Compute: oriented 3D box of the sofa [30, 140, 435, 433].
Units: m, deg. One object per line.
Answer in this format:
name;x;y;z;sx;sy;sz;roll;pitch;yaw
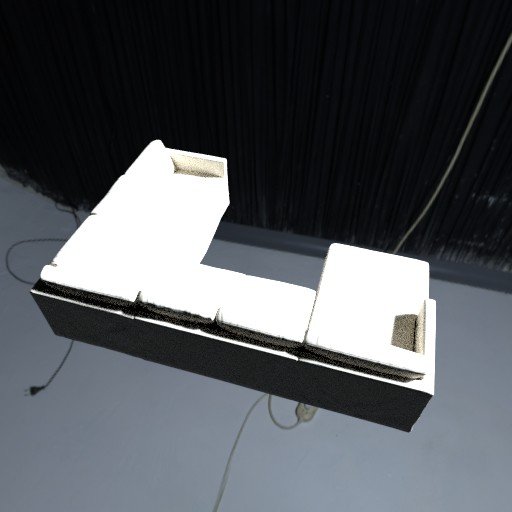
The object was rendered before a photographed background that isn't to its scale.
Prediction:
sofa;0.000;0.000;4.521;3.464;0.882;2.448;12;48;11
